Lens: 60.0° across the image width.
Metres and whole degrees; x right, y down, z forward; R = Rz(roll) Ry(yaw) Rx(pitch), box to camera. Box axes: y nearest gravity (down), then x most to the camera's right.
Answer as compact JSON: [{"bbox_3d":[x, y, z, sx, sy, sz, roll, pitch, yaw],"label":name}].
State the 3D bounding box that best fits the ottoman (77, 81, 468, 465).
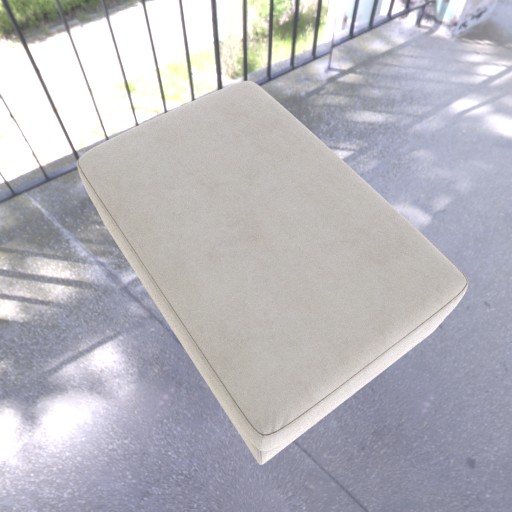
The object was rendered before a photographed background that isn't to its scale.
[{"bbox_3d":[0.000,0.000,1.194,0.584,0.483,0.864,-31,63,-18],"label":"ottoman"}]
